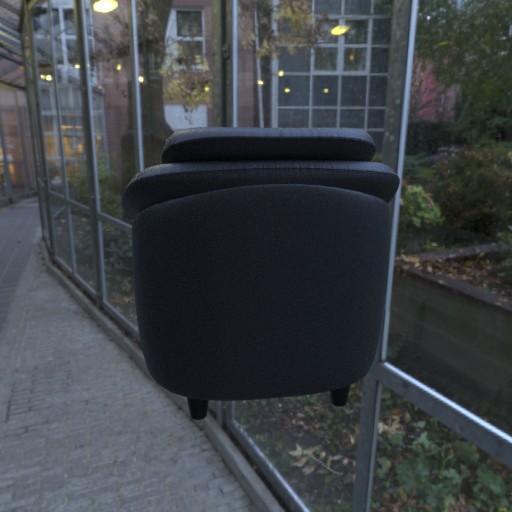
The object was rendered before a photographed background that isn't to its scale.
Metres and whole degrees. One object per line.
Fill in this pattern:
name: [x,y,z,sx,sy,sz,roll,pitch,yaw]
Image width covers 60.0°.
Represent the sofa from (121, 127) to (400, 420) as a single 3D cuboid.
sofa: [0.000,0.000,1.500,0.870,0.811,0.794,-2,14,-9]
